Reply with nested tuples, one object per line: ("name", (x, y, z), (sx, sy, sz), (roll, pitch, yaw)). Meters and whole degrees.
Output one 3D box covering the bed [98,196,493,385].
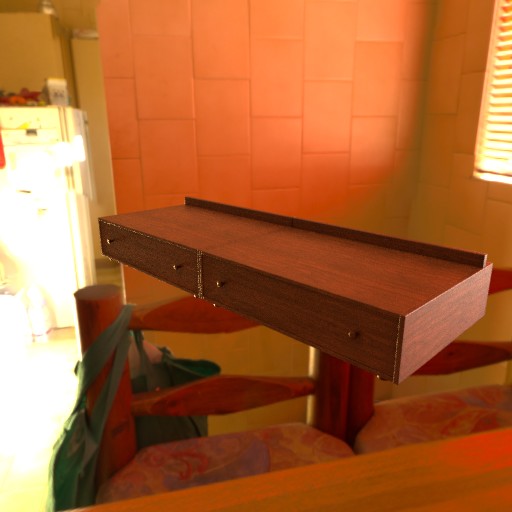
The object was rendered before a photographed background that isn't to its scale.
("bed", (0.000, 0.000, 2.344), (0.787, 0.326, 2.057), (-16, 23, -42))
